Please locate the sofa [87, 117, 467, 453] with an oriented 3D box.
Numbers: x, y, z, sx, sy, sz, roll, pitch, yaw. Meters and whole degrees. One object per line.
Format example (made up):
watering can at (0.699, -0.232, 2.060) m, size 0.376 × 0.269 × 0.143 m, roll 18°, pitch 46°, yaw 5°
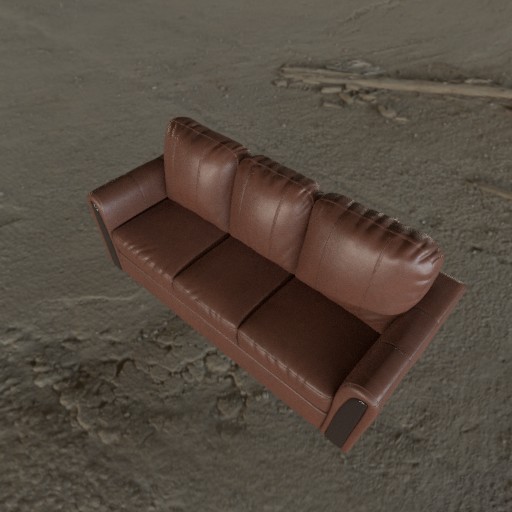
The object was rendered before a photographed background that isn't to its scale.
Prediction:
sofa at (0.000, 0.000, 2.309) m, size 1.862 × 0.915 × 0.802 m, roll 33°, pitch 54°, yaw 28°
